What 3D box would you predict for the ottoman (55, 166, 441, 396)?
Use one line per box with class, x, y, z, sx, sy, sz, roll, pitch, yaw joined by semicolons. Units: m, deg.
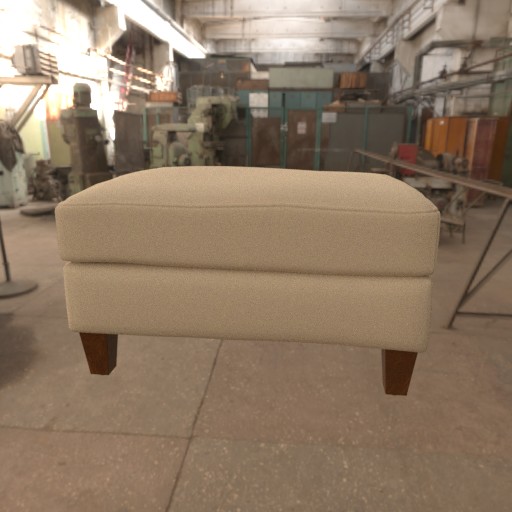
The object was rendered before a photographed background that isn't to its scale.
ottoman;0.000;0.000;1.230;0.818;0.485;0.634;2;16;7
